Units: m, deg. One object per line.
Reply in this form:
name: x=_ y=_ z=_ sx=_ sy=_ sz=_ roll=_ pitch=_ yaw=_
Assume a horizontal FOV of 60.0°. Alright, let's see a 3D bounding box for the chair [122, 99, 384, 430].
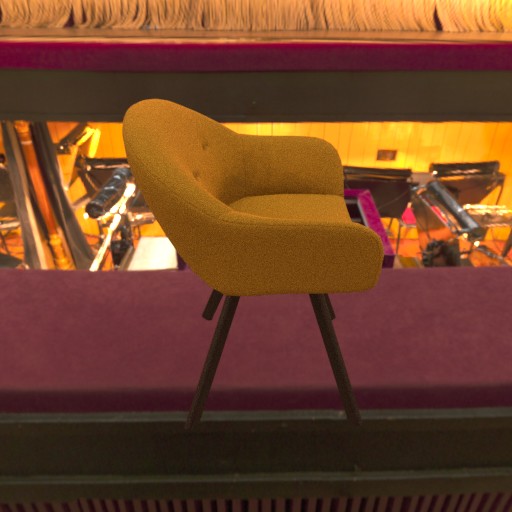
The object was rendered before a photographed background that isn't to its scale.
chair: x=0.000 y=0.000 z=1.163 sx=0.565 sy=0.775 sz=0.545 roll=0 pitch=32 yaw=0
